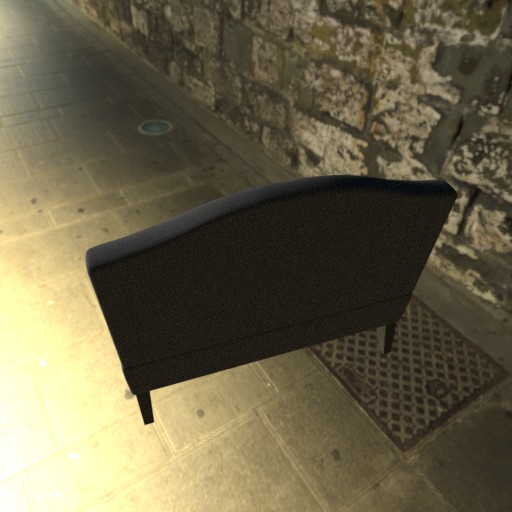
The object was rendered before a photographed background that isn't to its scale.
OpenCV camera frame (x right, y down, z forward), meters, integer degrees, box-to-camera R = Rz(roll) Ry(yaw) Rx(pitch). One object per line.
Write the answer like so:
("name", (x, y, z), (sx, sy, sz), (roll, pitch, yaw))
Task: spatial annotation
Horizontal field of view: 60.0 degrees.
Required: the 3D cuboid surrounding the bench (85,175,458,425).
("bench", (0.000, 0.000, 2.040), (1.335, 1.180, 0.815), (-12, 42, -14))
